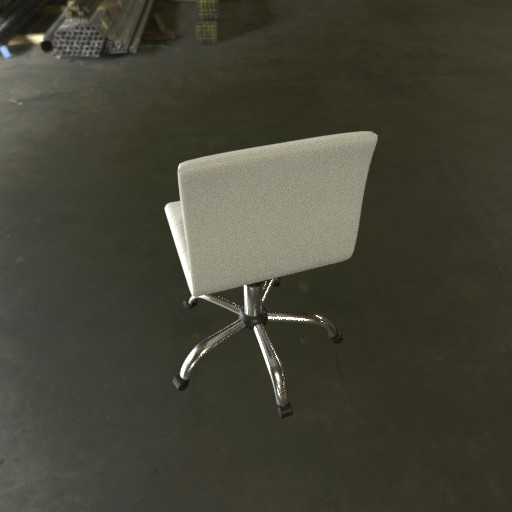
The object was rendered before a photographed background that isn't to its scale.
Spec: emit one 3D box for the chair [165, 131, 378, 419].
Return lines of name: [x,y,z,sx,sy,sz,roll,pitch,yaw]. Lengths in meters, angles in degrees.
chair: [0.000,0.000,1.164,0.556,0.780,0.530,-13,43,-14]
